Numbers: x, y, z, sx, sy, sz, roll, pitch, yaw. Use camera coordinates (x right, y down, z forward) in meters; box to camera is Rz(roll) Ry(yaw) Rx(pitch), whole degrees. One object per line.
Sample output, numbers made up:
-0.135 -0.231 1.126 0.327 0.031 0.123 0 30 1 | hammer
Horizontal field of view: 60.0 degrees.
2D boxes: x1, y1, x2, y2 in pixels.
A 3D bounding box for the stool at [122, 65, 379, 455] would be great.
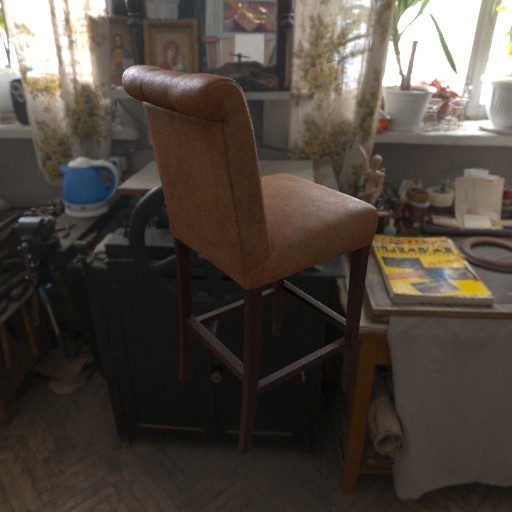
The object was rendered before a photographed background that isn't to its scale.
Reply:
0.000 0.000 1.438 0.601 1.140 0.493 -18 32 -32 | stool
